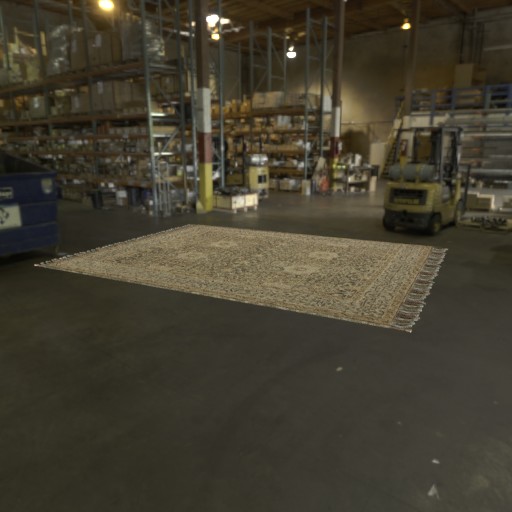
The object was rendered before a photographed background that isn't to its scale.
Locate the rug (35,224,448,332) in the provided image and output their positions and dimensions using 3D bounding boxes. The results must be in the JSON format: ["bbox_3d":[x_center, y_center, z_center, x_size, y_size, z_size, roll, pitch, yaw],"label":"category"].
[{"bbox_3d":[0.000,0.000,4.328,3.291,0.017,2.431,7,15,26],"label":"rug"}]
